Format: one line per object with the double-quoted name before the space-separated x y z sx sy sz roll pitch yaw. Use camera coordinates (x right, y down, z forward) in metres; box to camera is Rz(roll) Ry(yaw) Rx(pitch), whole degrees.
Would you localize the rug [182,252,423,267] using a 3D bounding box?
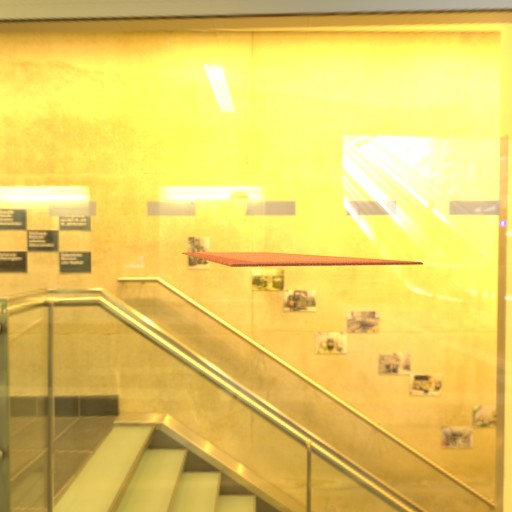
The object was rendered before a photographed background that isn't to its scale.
"rug" 0.000 0.000 2.798 0.914 0.013 2.471 0 1 -17
